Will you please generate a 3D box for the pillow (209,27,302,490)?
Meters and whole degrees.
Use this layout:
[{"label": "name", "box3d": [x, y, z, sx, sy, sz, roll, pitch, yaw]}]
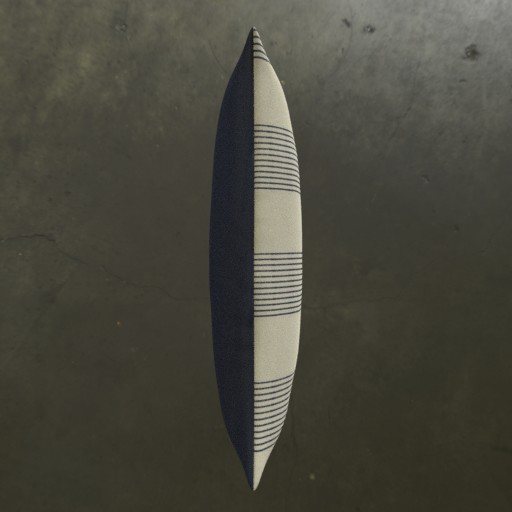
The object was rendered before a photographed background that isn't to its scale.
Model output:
[{"label": "pillow", "box3d": [0.000, 0.000, 0.717, 0.151, 0.287, 0.610, 0, 90, -1]}]
